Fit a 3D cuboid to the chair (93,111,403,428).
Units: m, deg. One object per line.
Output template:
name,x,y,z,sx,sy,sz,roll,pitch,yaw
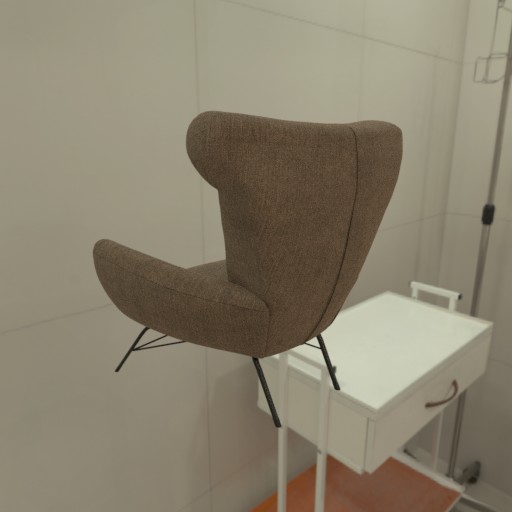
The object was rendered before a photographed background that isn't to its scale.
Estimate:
chair,0.000,0.000,1.738,0.980,1.040,0.900,-14,21,-42
